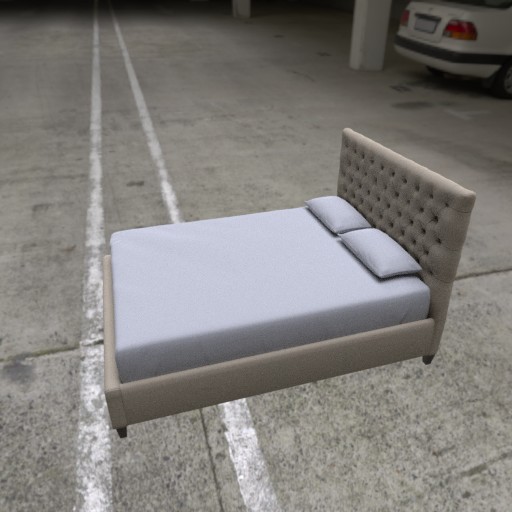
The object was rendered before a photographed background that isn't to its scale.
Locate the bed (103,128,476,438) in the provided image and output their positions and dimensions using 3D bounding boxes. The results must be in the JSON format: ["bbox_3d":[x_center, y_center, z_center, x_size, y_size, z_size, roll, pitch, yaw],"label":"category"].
[{"bbox_3d":[0.000,0.000,3.461,2.387,1.427,1.698,-9,31,-15],"label":"bed"}]
